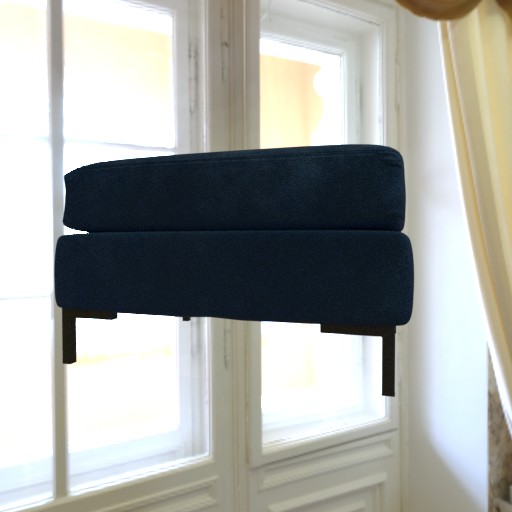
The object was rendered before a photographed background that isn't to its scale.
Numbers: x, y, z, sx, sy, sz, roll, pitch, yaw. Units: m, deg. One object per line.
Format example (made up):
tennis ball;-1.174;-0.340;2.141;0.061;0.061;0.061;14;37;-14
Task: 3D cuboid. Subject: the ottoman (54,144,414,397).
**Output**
ottoman;0.000;0.000;1.194;0.794;0.485;0.655;0;2;18
